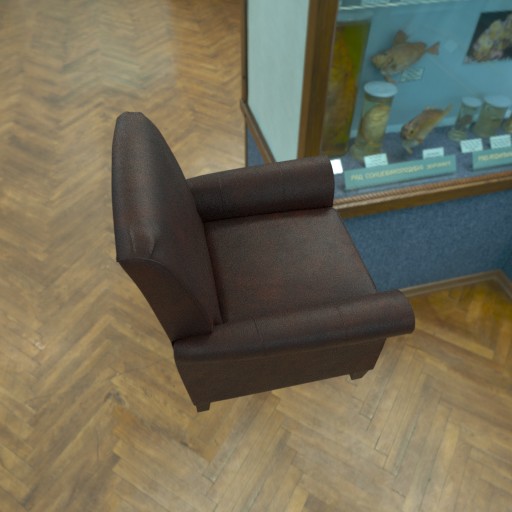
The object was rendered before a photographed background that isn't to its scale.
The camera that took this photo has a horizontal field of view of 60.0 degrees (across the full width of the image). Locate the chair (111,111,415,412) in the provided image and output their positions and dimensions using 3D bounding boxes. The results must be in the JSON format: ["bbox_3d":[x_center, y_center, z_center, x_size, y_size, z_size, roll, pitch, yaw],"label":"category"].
[{"bbox_3d":[0.000,0.000,1.777,0.902,1.061,0.978,-9,48,-8],"label":"chair"}]
